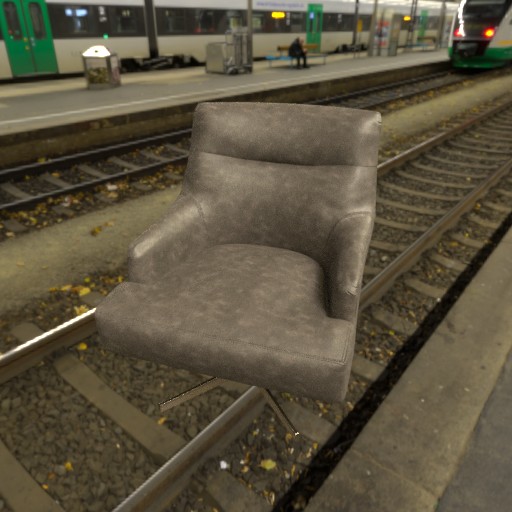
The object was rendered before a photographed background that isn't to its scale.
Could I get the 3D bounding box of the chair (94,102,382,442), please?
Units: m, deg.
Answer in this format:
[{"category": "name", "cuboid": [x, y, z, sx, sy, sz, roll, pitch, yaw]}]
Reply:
[{"category": "chair", "cuboid": [0.000, 0.000, 1.498, 0.738, 0.870, 0.874, 8, 29, 16]}]
